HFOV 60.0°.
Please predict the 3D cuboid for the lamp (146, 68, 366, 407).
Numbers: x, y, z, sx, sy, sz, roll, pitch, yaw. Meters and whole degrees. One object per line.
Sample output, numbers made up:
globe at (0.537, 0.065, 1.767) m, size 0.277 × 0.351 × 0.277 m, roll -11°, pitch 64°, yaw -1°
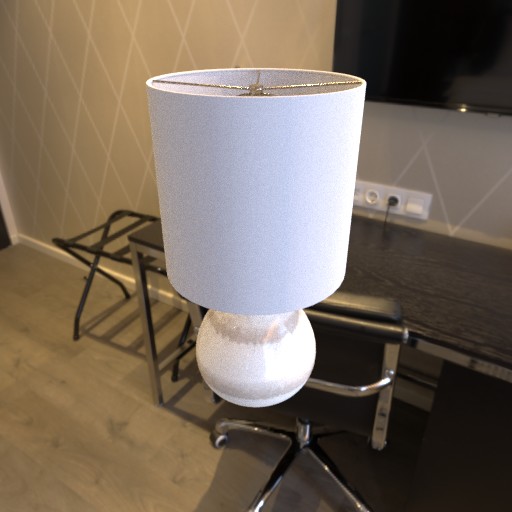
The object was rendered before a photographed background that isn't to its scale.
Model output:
lamp at (0.000, 0.000, 0.542) m, size 0.217 × 0.404 × 0.217 m, roll 1°, pitch 29°, yaw 2°
